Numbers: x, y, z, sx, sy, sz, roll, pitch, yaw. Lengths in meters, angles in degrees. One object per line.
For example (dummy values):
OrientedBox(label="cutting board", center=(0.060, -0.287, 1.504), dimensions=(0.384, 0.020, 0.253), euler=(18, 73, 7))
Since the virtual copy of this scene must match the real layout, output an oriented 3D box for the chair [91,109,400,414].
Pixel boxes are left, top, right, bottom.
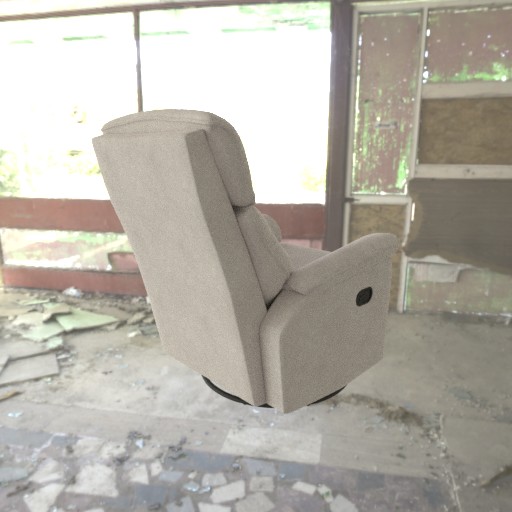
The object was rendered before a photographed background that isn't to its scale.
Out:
OrientedBox(label="chair", center=(0.000, 0.000, 1.725), dimensions=(1.001, 1.039, 0.820), euler=(-13, 19, -42))
